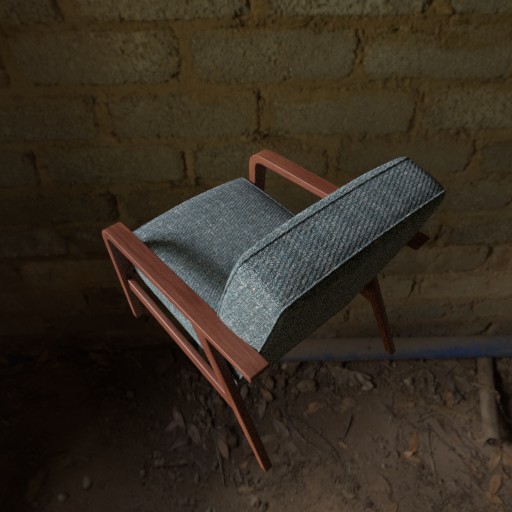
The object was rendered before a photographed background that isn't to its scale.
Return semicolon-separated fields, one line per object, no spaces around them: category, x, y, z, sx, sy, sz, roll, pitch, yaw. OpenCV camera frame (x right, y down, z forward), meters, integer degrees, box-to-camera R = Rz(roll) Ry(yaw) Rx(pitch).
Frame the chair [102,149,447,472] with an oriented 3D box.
chair;0.000;0.000;1.503;0.719;0.864;0.889;-32;55;-26
